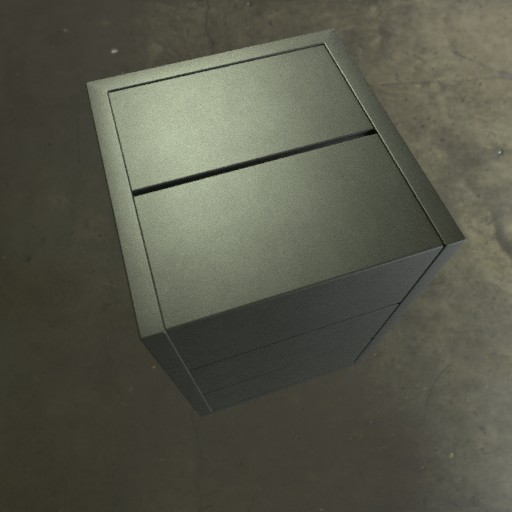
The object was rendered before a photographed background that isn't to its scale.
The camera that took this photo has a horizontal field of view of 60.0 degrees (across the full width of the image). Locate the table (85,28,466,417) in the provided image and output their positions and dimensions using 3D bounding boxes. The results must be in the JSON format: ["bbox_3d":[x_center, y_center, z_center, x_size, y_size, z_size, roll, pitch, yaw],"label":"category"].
[{"bbox_3d":[0.000,0.000,0.874,0.405,0.609,0.420,-16,64,-8],"label":"table"}]
